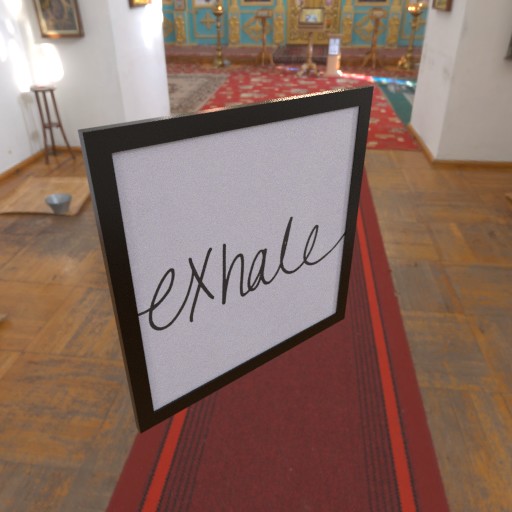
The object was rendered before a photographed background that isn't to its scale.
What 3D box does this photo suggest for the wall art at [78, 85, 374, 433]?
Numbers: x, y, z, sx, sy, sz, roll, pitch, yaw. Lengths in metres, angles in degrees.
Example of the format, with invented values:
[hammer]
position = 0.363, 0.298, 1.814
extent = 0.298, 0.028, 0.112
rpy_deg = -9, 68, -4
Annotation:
[wall art]
position = 0.000, 0.000, 0.670
extent = 0.446, 0.445, 0.014
rpy_deg = -22, 36, -32
